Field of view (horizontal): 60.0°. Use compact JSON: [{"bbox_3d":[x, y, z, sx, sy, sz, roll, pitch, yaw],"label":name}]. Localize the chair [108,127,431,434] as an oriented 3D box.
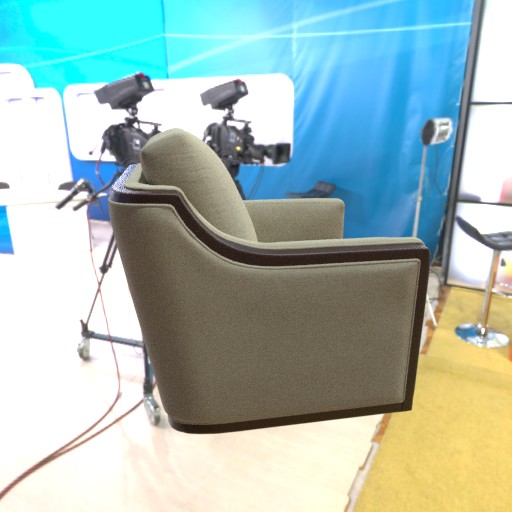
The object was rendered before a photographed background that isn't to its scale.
[{"bbox_3d":[0.000,0.000,1.684,0.950,0.930,0.870,-3,18,-10],"label":"chair"}]
